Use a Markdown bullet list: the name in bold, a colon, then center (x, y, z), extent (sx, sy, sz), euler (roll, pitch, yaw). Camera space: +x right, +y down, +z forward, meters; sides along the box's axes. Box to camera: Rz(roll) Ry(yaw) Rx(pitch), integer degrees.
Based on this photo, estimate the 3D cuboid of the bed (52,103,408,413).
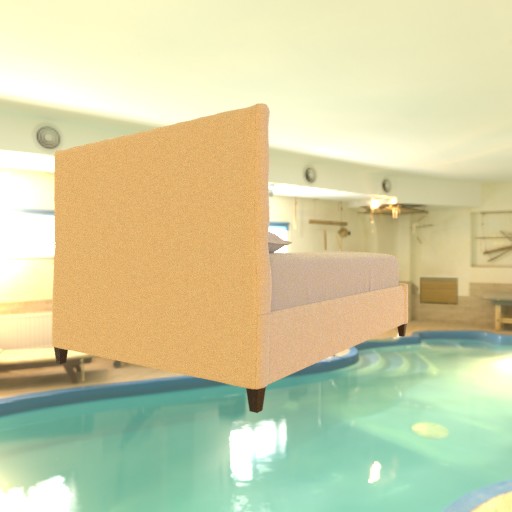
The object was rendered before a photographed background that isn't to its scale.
- **bed**: center (0.000, 0.000, 3.452), extent (1.698, 1.427, 2.387), euler (0, 0, 35)
